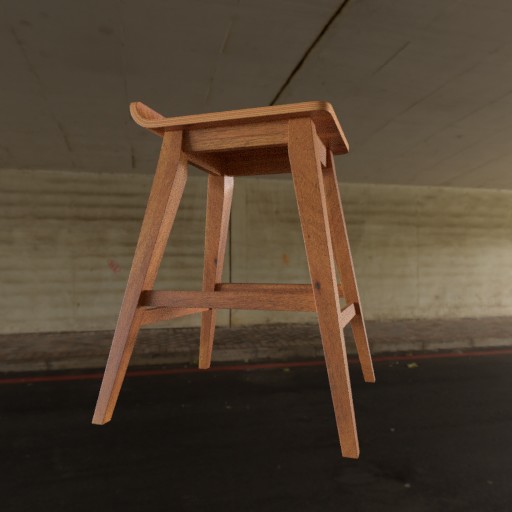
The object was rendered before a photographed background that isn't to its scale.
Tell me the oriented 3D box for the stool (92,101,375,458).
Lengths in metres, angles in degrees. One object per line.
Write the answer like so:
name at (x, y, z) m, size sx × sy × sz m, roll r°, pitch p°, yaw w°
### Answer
stool at (0.000, 0.000, 1.018) m, size 0.500 × 0.650 × 0.500 m, roll 0°, pitch -1°, yaw 18°
